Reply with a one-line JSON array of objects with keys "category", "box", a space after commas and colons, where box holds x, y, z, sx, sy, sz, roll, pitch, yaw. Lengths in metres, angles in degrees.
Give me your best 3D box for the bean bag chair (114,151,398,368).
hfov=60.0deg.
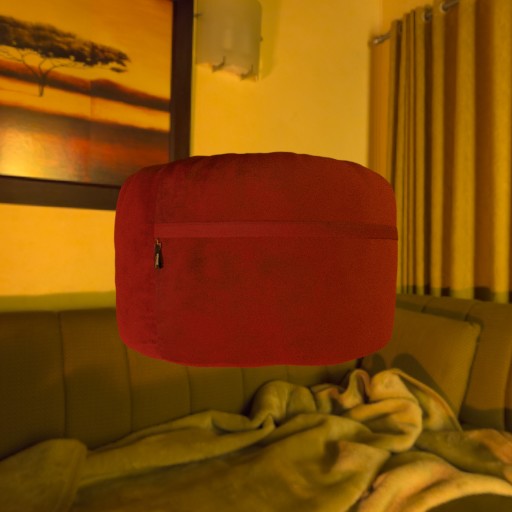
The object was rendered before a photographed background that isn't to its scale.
[{"category": "bean bag chair", "box": [0.000, 0.000, 1.988, 1.219, 0.762, 1.219, 0, 0, 0]}]
